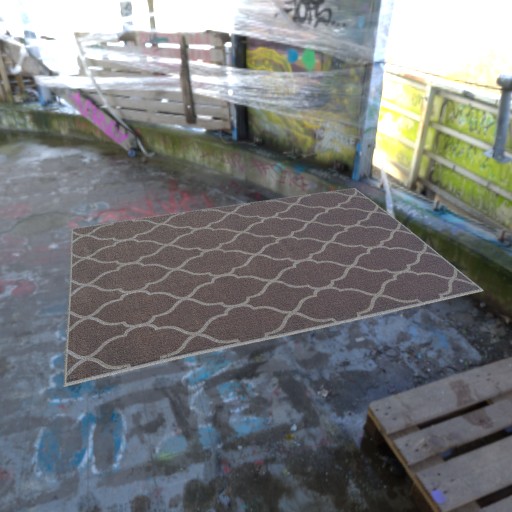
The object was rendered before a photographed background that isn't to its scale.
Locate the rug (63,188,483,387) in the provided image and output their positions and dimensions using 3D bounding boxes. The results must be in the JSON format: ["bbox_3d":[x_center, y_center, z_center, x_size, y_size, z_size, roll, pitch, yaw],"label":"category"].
[{"bbox_3d":[0.000,0.000,2.872,2.294,0.014,1.528,-10,34,-15],"label":"rug"}]
